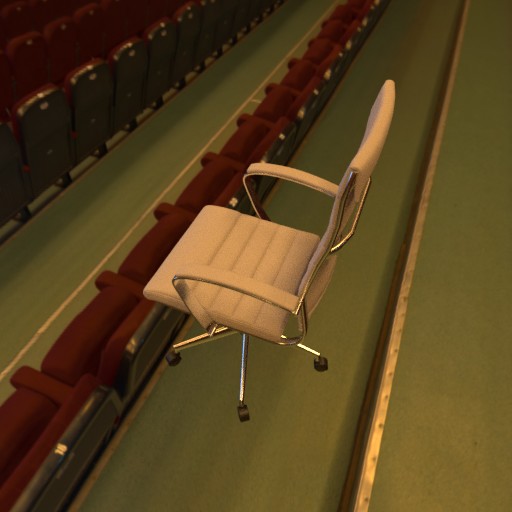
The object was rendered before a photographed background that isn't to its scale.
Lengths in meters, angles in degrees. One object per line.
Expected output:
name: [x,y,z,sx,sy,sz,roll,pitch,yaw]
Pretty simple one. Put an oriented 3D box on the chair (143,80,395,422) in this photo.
chair: [0.000,0.000,1.520,0.667,1.149,0.679,15,48,15]
